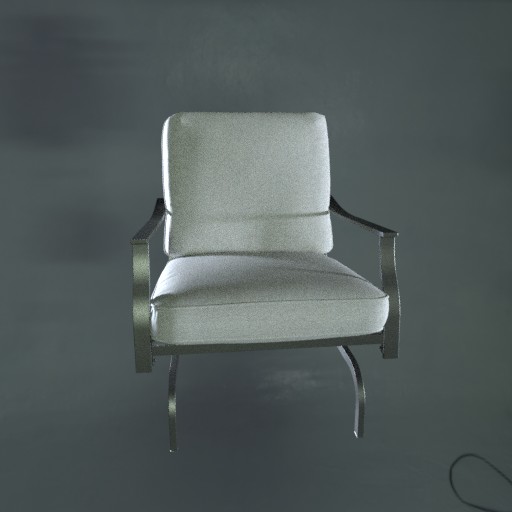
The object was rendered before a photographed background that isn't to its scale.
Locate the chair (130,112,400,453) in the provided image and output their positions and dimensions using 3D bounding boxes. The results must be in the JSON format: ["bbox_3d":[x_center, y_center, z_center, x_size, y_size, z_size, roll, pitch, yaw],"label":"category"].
[{"bbox_3d":[0.000,0.000,1.367,0.650,0.860,0.787,-2,16,-6],"label":"chair"}]
